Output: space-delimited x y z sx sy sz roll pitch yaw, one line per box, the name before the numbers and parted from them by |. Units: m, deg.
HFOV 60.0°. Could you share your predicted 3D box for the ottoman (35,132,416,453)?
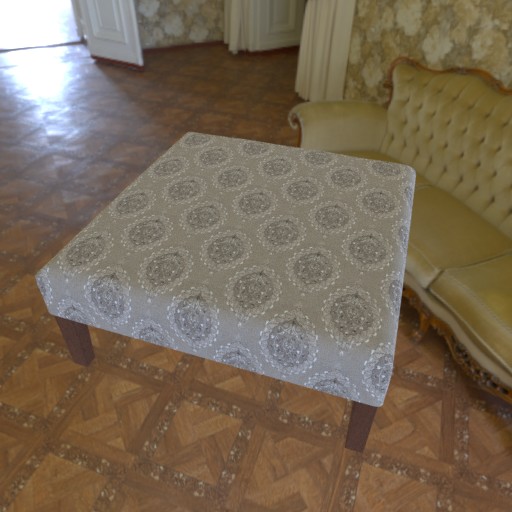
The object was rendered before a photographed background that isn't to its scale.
ottoman | 0.000 0.000 1.425 0.889 0.411 0.890 12 41 14
